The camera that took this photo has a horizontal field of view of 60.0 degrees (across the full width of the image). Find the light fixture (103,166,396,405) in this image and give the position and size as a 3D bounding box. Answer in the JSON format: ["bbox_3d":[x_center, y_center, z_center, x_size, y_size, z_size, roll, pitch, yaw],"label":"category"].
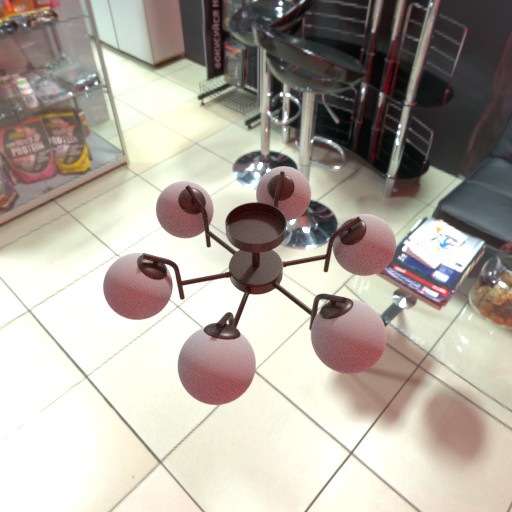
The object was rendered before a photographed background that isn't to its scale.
[{"bbox_3d":[0.000,0.000,0.972,0.662,0.201,0.662,0,47,0],"label":"light fixture"}]
